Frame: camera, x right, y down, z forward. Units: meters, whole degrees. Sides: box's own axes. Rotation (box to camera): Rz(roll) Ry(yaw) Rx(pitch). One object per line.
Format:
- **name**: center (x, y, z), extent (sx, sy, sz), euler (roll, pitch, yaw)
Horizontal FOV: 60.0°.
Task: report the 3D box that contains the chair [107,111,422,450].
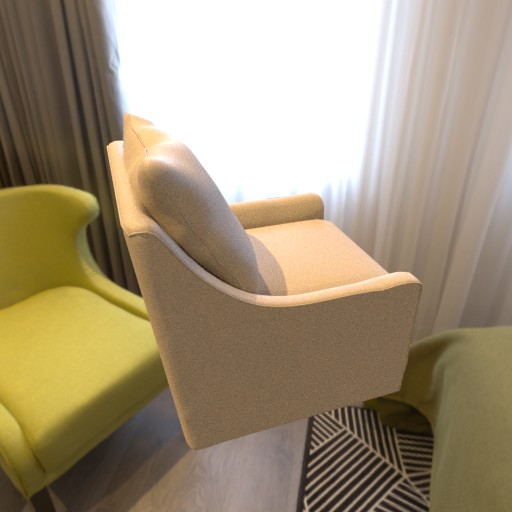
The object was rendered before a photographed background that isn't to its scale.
- **chair**: center (0.000, 0.000, 1.575), extent (0.876, 0.942, 0.760), euler (-10, 32, -16)
